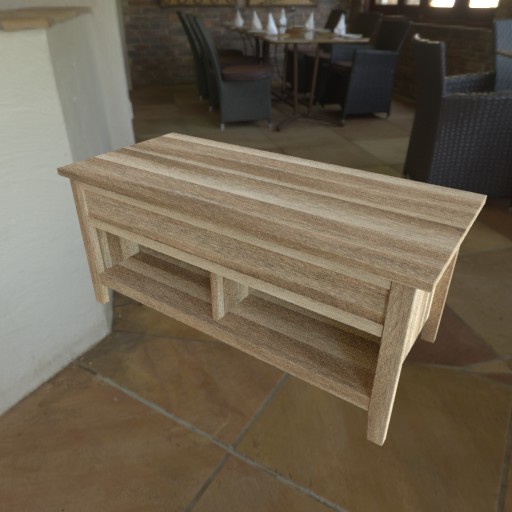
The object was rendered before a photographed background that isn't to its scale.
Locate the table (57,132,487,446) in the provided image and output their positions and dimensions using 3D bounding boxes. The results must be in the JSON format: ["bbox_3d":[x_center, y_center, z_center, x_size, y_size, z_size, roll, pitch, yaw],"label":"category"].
[{"bbox_3d":[0.000,0.000,1.344,1.095,0.480,0.493,19,35,29],"label":"table"}]
